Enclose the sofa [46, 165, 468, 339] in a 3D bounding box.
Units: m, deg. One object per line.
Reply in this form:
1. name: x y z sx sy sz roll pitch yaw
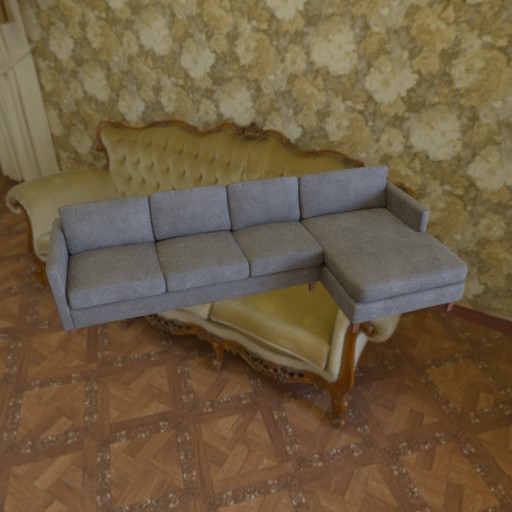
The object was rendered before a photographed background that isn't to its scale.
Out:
1. sofa: 0.000 0.000 4.040 3.471 0.950 1.604 -10 34 -15
